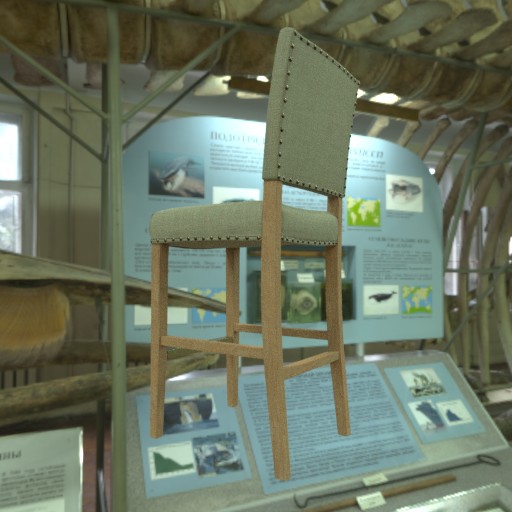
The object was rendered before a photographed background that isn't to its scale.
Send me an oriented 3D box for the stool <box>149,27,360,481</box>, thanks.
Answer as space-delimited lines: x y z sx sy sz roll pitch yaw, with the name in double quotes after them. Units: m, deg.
0.000 0.000 1.489 0.585 1.203 0.445 -1 -1 37 "stool"
